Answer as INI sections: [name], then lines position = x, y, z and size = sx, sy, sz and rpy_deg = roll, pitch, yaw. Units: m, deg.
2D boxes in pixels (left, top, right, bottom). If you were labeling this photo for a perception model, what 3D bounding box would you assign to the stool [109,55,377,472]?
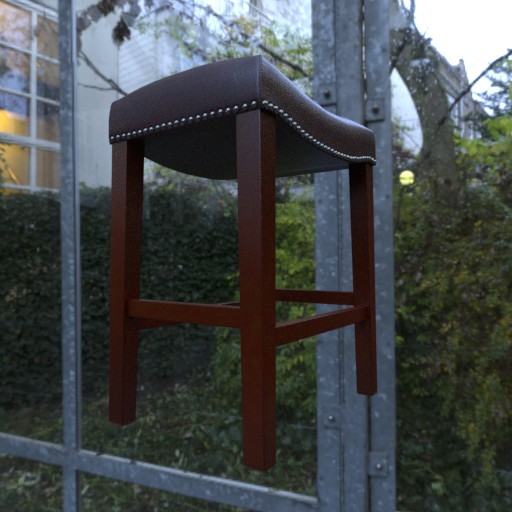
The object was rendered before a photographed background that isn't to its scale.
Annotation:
[stool]
position = 0.000, 0.000, 0.967
size = 0.372, 0.657, 0.504
rpy_deg = 0, -1, 35
